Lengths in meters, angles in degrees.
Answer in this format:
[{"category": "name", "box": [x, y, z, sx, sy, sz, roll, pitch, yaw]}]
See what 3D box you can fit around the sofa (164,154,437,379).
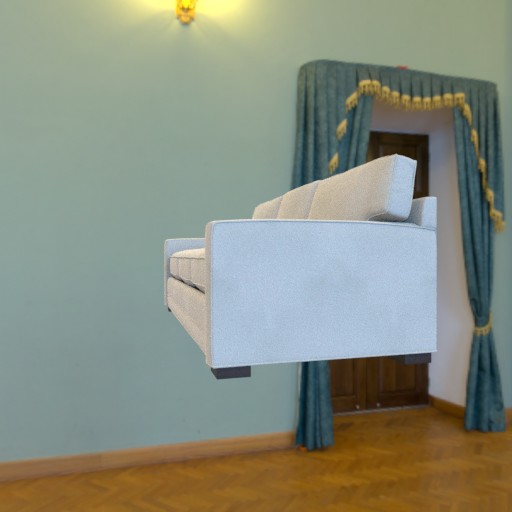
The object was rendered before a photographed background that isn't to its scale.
[{"category": "sofa", "box": [0.000, 0.000, 2.660, 0.935, 0.862, 2.088, 0, 0, -16]}]
